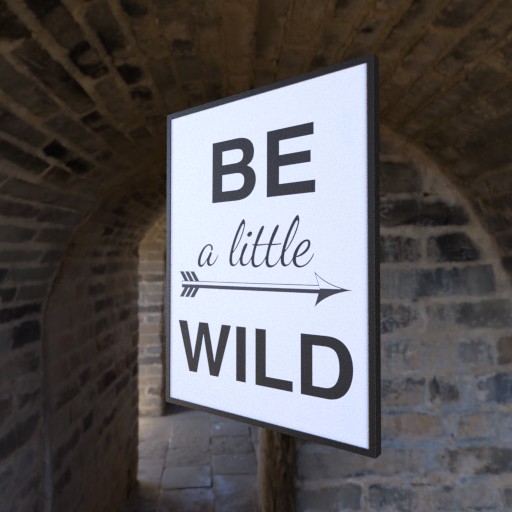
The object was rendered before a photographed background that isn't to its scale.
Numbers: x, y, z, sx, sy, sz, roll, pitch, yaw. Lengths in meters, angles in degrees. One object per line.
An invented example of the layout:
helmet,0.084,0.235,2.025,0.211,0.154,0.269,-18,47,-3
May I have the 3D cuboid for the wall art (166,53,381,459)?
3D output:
wall art,0.000,0.000,1.417,0.806,1.062,0.038,-1,-2,37
